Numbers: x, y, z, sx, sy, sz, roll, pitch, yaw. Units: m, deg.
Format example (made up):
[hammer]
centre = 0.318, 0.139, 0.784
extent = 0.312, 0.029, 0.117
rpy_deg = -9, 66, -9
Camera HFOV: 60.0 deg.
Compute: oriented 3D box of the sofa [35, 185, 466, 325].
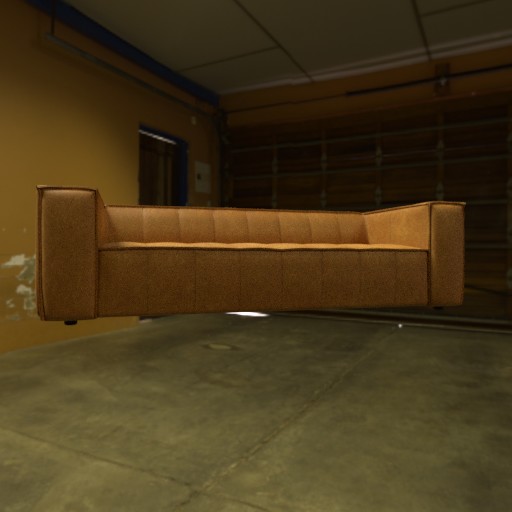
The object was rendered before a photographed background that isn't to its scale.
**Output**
[sofa]
centre = 0.000, 0.000, 2.997
extent = 2.581, 0.701, 1.102
rpy_deg = 0, 0, -17
